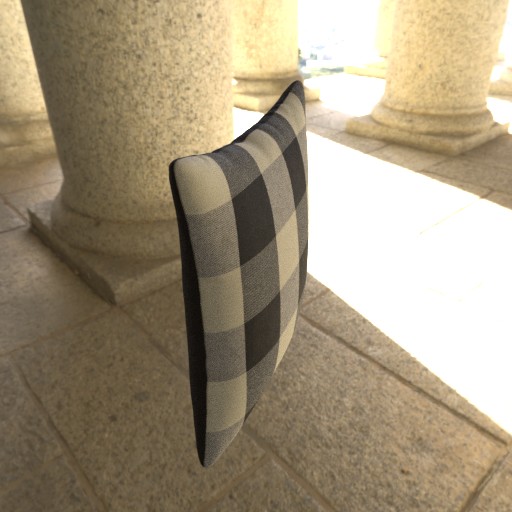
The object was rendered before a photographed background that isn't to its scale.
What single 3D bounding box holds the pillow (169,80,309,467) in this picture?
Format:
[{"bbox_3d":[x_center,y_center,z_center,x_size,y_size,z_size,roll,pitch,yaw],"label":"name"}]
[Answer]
[{"bbox_3d":[0.000,0.000,0.784,0.161,0.509,0.511,10,32,16],"label":"pillow"}]
